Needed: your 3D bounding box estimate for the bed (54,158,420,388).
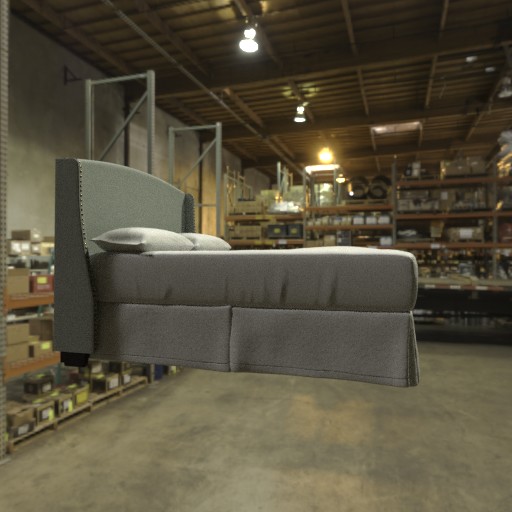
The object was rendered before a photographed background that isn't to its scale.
[{"bbox_3d":[0.000,0.000,3.331,2.237,1.407,1.710,0,0,17],"label":"bed"}]
